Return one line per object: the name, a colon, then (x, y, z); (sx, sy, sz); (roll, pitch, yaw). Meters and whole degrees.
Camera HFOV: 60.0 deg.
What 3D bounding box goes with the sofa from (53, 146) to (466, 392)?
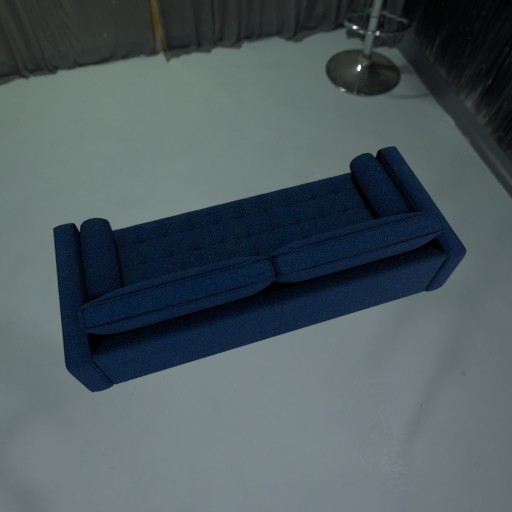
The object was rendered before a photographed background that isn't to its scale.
sofa: (0.000, 0.000, 2.680); (2.210, 0.762, 0.914); (-15, 59, -9)
